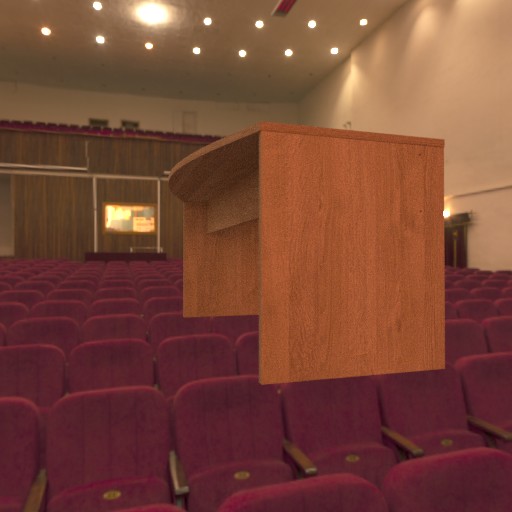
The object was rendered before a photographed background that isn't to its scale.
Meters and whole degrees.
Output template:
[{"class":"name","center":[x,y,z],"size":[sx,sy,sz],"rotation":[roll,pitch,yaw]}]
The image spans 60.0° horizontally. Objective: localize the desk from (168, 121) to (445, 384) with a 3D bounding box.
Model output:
[{"class":"desk","center":[0.000,0.000,2.097],"size":[0.802,0.752,1.600],"rotation":[0,-1,-17]}]
